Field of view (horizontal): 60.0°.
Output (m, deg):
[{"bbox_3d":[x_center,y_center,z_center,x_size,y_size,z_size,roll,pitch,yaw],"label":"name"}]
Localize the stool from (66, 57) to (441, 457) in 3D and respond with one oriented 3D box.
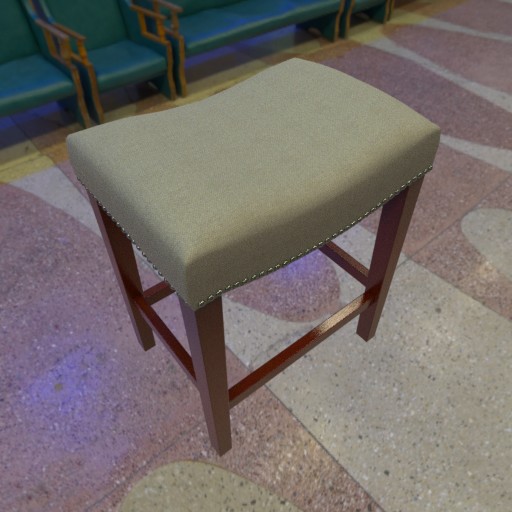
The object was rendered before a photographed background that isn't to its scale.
[{"bbox_3d":[0.000,0.000,0.922,0.509,0.632,0.375,-30,53,-26],"label":"stool"}]
